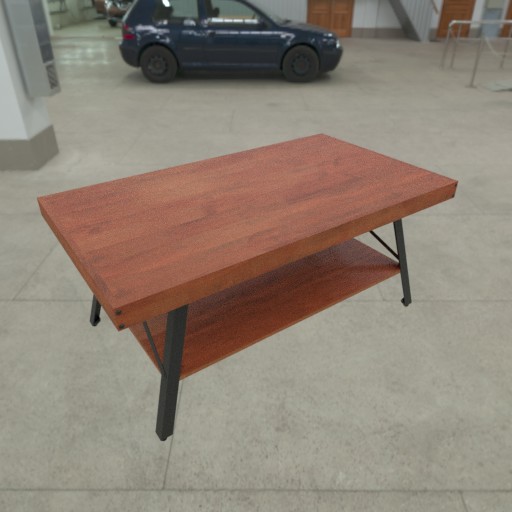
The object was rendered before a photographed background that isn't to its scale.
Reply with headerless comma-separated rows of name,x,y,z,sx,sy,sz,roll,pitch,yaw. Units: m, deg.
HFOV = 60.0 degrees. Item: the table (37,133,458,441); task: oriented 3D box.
table,0.000,0.000,1.405,1.067,0.457,0.610,-20,37,-29
